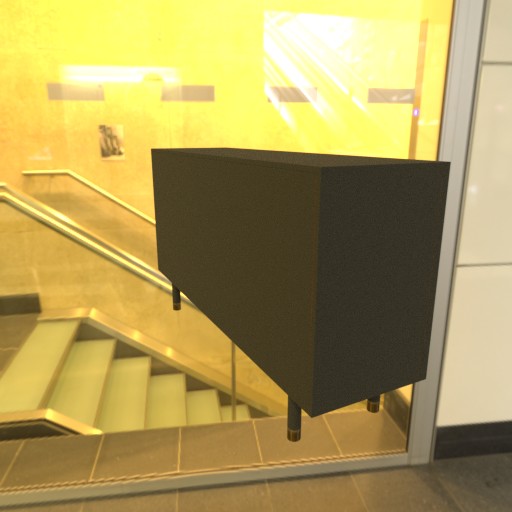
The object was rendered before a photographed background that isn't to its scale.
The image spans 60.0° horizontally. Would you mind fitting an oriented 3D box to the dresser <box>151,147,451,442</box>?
[{"bbox_3d":[0.000,0.000,1.924,0.463,0.872,1.558,-8,17,-26],"label":"dresser"}]
